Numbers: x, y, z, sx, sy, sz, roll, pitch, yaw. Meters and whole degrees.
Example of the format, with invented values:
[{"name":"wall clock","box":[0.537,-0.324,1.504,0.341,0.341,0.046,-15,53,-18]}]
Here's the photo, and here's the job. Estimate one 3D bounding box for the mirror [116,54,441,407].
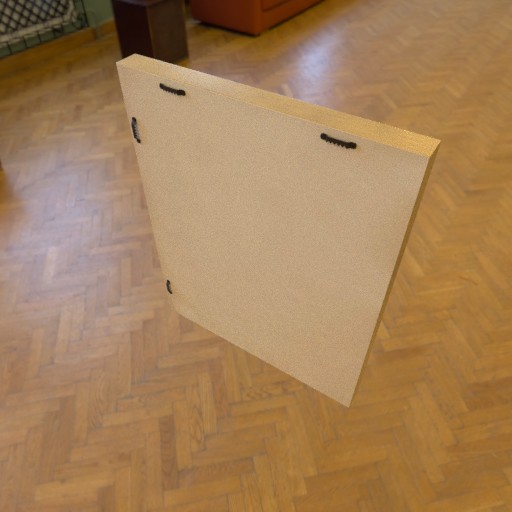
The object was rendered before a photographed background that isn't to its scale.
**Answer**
[{"name":"mirror","box":[0.000,0.000,0.680,0.406,0.509,0.041,24,50,22]}]
